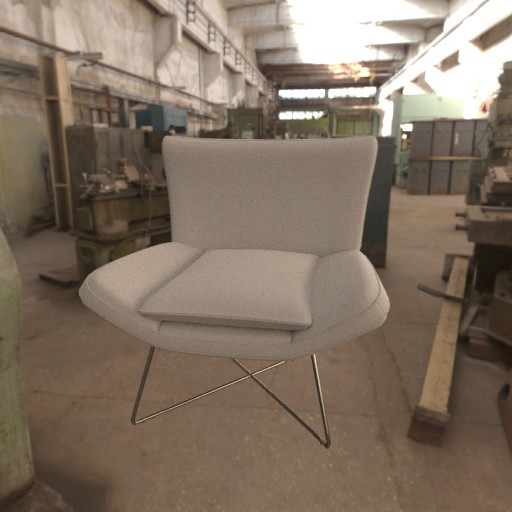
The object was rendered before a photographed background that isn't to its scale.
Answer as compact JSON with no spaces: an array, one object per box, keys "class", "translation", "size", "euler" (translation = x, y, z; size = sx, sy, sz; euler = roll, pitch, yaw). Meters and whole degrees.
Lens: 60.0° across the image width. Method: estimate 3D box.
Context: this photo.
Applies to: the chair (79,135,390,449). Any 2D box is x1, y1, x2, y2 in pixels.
[{"class":"chair","translation":[0.000,0.000,1.624],"size":[0.859,0.855,1.008],"euler":[3,15,10]}]
